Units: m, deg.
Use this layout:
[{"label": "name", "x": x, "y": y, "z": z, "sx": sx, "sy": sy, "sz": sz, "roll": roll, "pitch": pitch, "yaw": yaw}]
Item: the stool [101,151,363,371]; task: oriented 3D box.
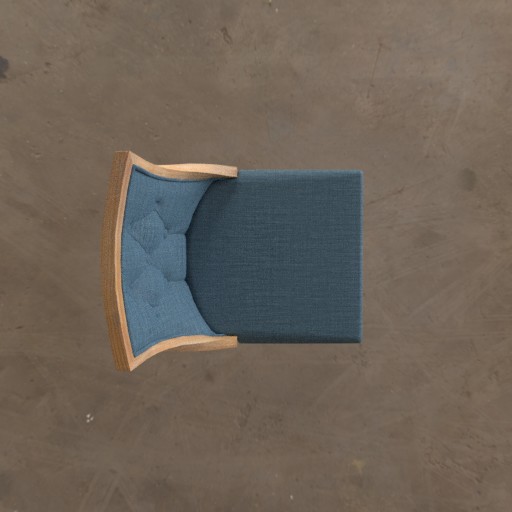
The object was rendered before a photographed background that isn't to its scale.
[{"label": "stool", "x": 0.000, "y": 0.000, "z": 1.426, "sx": 0.626, "sy": 1.101, "sz": 0.524, "roll": 0, "pitch": 91, "yaw": -1}]
